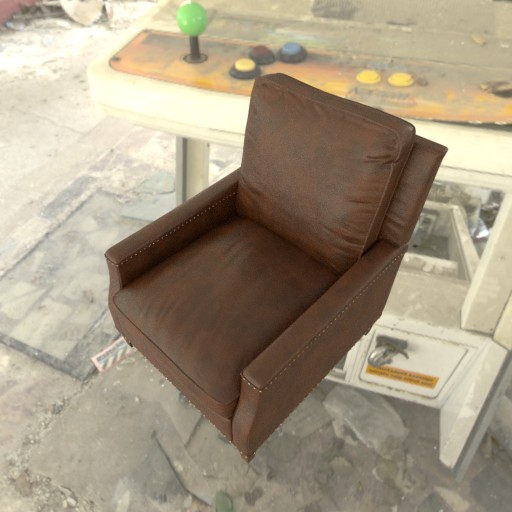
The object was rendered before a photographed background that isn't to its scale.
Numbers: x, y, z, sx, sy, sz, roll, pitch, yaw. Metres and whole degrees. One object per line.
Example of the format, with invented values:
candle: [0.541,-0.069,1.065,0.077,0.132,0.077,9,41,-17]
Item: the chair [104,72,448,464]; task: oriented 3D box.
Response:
chair: [0.000,0.000,1.770,0.854,1.054,1.035,34,55,29]
